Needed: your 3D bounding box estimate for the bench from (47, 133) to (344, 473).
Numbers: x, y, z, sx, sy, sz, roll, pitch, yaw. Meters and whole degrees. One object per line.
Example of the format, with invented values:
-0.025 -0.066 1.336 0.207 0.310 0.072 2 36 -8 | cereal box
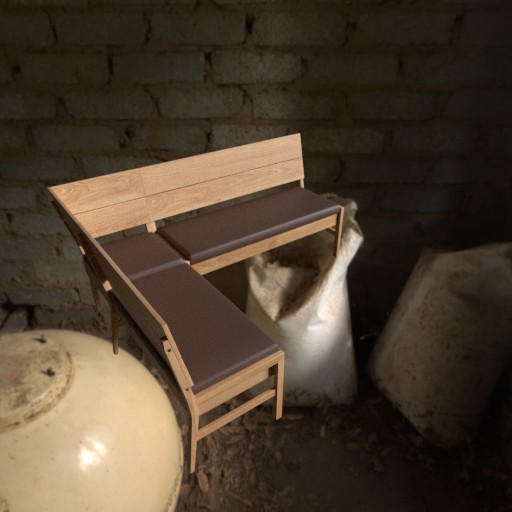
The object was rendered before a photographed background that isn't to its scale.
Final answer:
0.000 0.000 2.801 1.975 0.890 1.549 -21 37 -31 | bench
